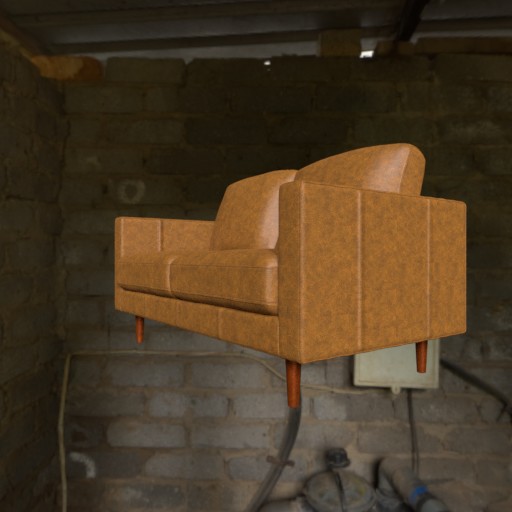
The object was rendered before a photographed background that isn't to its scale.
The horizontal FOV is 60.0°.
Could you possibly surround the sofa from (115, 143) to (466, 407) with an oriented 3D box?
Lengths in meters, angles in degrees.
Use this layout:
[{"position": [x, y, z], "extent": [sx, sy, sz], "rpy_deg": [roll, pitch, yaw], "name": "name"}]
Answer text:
[{"position": [0.000, 0.000, 2.116], "extent": [0.909, 0.951, 1.578], "rpy_deg": [0, 0, -36], "name": "sofa"}]
